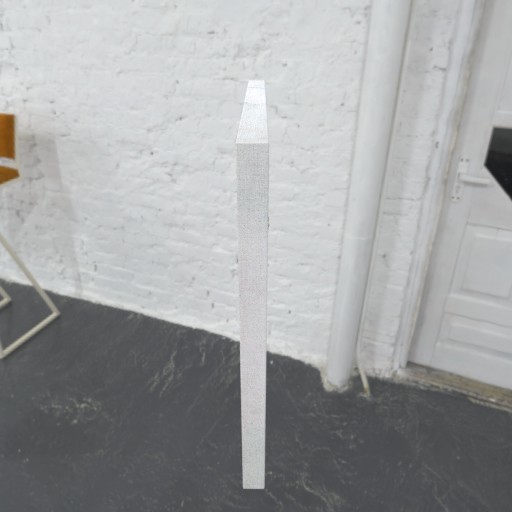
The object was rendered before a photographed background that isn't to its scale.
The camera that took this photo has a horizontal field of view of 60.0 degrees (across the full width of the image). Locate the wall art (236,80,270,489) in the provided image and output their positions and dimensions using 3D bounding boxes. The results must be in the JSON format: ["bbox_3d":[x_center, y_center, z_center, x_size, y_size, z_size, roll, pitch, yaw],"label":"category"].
[{"bbox_3d":[0.000,0.000,0.913,0.040,0.612,0.612,0,28,0],"label":"wall art"}]
